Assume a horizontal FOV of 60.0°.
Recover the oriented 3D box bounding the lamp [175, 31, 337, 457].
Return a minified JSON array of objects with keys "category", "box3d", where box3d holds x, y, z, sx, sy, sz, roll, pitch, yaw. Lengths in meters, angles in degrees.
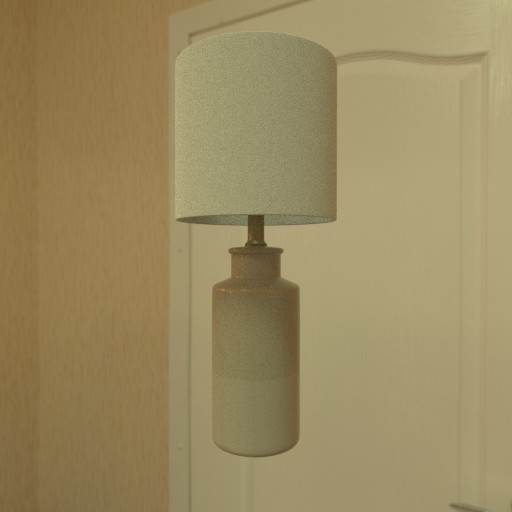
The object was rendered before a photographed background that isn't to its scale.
[{"category":"lamp","box3d":[0.000,0.000,0.592,0.212,0.493,0.212,0,1,1]}]
